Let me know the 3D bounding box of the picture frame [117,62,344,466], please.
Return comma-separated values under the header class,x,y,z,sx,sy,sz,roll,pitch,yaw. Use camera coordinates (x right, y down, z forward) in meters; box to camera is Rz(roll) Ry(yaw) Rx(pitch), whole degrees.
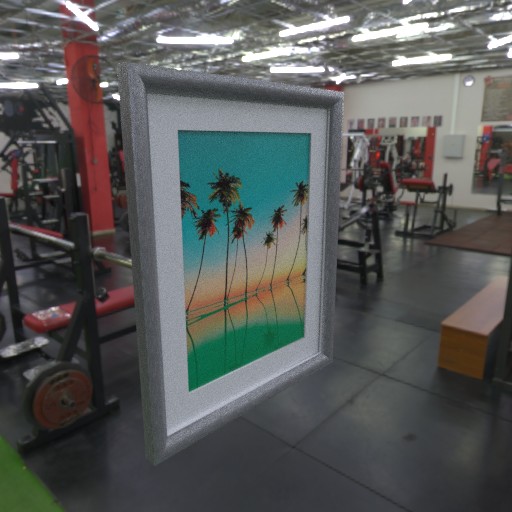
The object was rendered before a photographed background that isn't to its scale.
class,x,y,z,sx,sy,sz,roll,pitch,yaw
picture frame,0.000,0.000,0.756,0.029,0.559,0.454,14,20,43
